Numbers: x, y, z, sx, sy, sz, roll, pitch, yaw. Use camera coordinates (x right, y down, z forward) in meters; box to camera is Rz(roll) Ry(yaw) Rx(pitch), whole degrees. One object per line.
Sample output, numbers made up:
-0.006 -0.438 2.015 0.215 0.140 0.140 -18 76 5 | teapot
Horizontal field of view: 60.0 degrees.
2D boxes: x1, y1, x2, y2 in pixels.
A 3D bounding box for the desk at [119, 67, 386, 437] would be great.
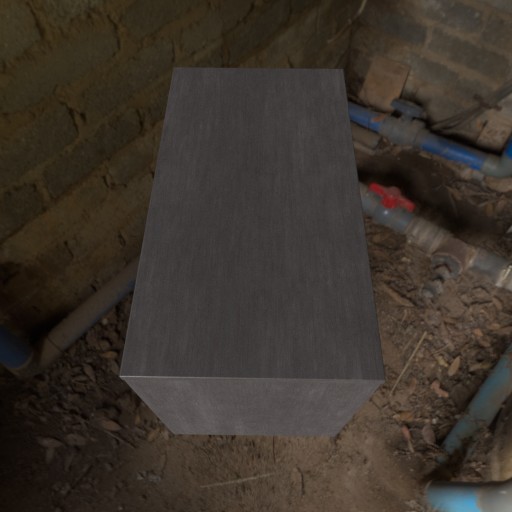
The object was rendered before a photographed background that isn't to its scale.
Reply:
0.000 0.000 1.601 0.600 0.750 1.100 1 59 0 | desk
